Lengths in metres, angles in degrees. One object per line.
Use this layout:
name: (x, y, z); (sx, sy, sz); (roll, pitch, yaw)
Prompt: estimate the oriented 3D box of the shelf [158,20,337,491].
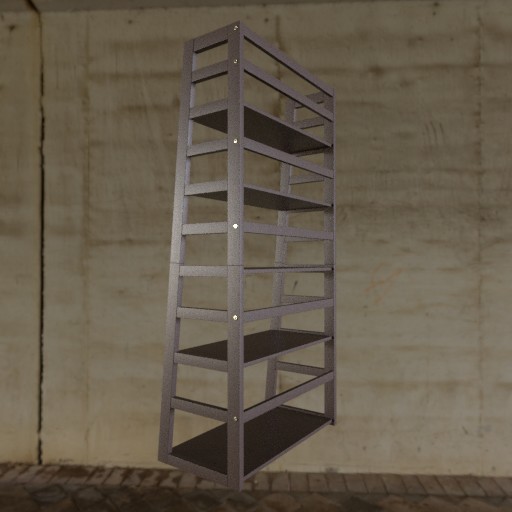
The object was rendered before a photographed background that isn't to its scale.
shelf: (0.000, 0.000, 1.929); (0.403, 1.600, 0.763); (0, -1, 35)
